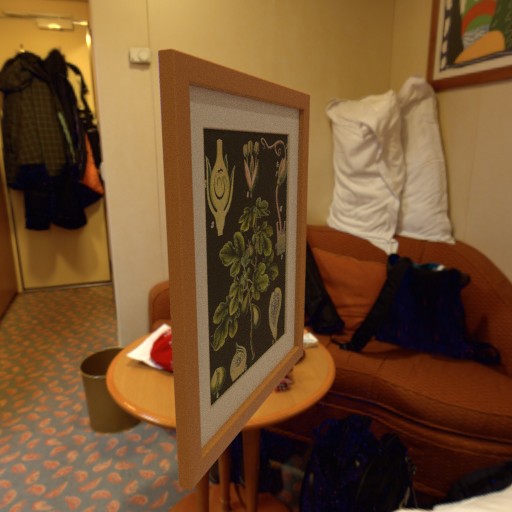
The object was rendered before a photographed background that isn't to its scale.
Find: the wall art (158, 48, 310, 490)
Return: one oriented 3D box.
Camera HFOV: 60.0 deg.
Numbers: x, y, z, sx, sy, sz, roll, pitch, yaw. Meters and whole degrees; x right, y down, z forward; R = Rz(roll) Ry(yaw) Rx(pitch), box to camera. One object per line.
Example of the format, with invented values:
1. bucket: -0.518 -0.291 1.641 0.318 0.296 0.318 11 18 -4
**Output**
1. wall art: 0.000 0.000 0.504 0.015 0.379 0.310 6 15 25
